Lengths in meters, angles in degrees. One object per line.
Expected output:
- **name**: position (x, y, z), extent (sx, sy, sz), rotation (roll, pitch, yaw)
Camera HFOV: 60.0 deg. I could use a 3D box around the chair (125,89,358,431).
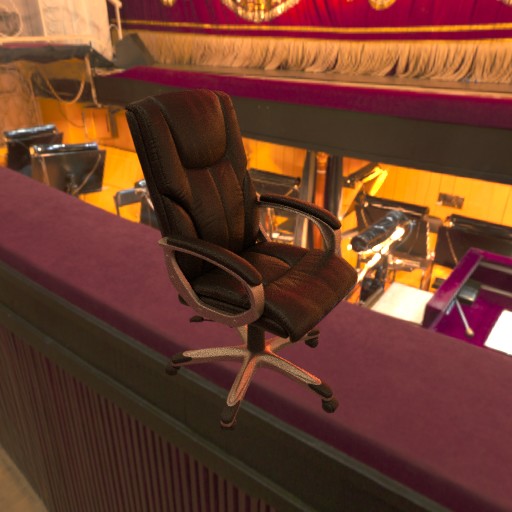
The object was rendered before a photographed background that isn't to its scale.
- **chair**: position (0.000, 0.000, 1.694), extent (0.780, 1.145, 0.700), rotation (18, 32, 32)
